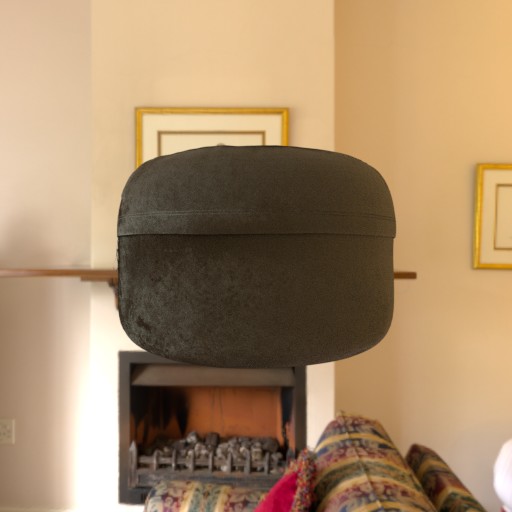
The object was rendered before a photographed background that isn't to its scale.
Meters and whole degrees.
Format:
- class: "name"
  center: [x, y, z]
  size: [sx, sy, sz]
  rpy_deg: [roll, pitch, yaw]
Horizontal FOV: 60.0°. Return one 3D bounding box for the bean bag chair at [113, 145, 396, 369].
- class: "bean bag chair"
  center: [0.000, 0.000, 1.527]
  size: [0.918, 0.605, 0.918]
  rpy_deg: [0, 0, 0]
